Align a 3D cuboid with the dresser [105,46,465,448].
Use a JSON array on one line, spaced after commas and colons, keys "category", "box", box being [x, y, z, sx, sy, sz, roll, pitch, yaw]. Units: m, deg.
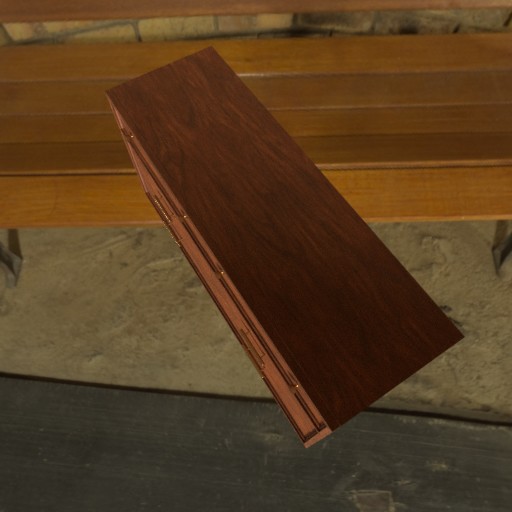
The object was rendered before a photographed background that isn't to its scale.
[{"category": "dresser", "box": [0.000, 0.000, 1.901, 0.500, 0.889, 1.472, -30, 67, -14]}]
